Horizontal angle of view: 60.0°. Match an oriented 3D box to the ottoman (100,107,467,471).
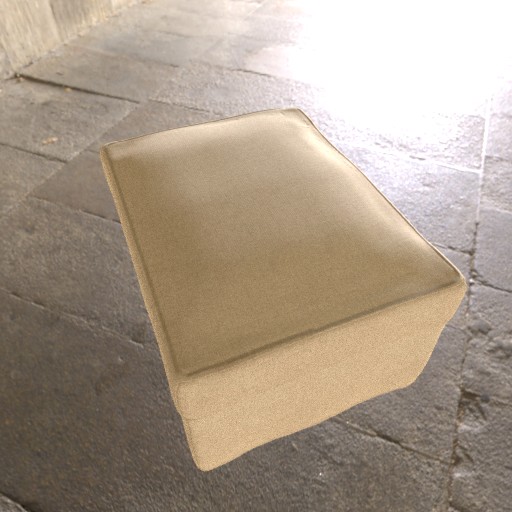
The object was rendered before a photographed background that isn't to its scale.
[{"bbox_3d":[0.000,0.000,1.234,0.650,0.485,0.833,-17,49,-15],"label":"ottoman"}]
